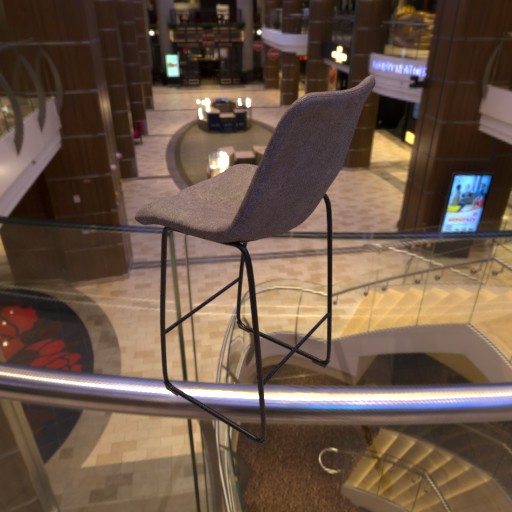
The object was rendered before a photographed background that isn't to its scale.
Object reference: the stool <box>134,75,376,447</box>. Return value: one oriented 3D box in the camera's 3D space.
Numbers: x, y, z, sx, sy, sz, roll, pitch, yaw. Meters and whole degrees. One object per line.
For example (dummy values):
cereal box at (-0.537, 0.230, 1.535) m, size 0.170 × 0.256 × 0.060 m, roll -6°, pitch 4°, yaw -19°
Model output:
stool at (0.000, 0.000, 1.414) m, size 0.561 × 1.082 × 0.514 m, roll 19°, pitch 35°, yaw 30°
